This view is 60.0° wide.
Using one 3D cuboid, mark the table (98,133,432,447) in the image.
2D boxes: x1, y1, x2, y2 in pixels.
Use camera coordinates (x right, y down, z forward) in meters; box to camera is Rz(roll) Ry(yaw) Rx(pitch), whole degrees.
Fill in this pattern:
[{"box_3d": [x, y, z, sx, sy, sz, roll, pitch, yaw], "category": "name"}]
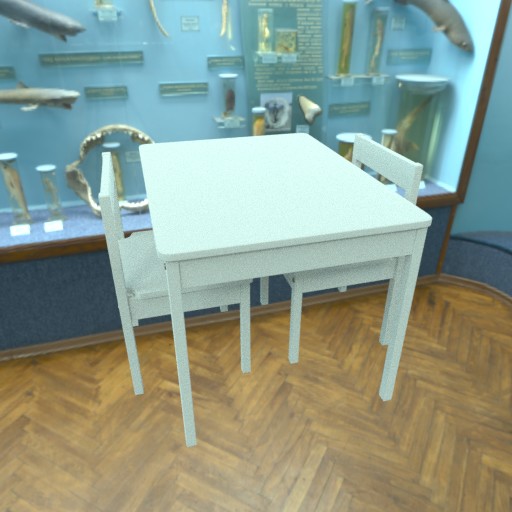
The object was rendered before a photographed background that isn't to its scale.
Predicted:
[{"box_3d": [0.000, 0.000, 1.118, 0.672, 0.503, 0.650, -8, 30, -14], "category": "table"}]
